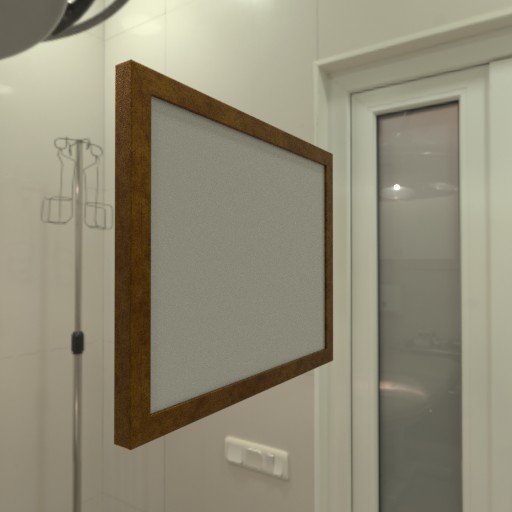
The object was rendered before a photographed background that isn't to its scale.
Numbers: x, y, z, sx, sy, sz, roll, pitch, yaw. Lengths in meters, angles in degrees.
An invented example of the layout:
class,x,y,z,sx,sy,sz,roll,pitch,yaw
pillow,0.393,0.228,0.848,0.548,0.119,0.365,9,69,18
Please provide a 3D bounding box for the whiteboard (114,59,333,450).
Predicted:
class,x,y,z,sx,sy,sz,roll,pitch,yaw
whiteboard,0.000,0.000,0.758,0.029,0.457,0.561,0,-1,34
